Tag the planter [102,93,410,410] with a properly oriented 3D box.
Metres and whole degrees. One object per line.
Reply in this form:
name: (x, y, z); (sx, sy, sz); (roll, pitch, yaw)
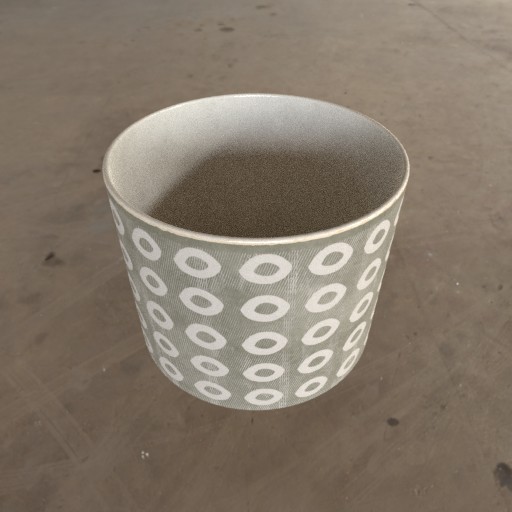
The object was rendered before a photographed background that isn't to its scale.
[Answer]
planter: (0.000, 0.000, 0.449); (0.250, 0.239, 0.250); (0, 41, 0)
